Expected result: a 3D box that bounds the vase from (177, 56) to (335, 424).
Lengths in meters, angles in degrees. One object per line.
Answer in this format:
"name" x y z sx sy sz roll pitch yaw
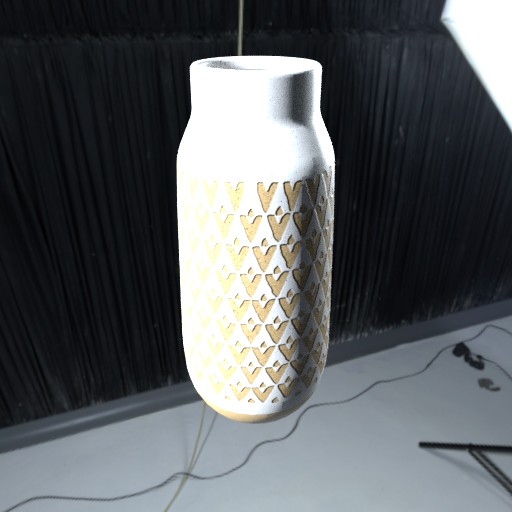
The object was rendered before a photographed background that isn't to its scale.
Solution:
"vase" 0.000 0.000 0.381 0.137 0.307 0.137 0 30 0
